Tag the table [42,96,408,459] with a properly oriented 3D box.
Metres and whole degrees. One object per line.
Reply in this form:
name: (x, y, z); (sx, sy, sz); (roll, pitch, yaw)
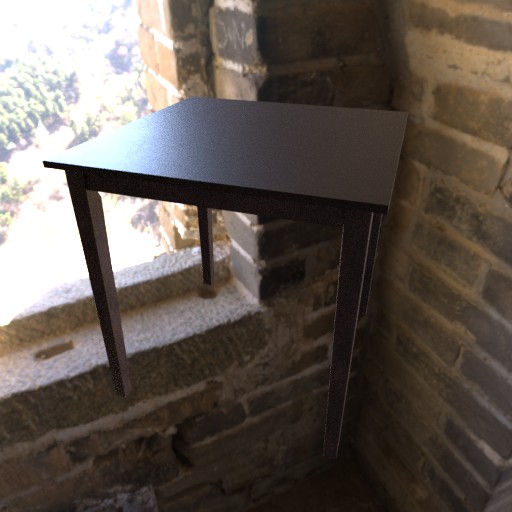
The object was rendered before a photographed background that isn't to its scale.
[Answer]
table: (0.000, 0.000, 1.381); (0.749, 0.770, 0.749); (10, 32, 16)
